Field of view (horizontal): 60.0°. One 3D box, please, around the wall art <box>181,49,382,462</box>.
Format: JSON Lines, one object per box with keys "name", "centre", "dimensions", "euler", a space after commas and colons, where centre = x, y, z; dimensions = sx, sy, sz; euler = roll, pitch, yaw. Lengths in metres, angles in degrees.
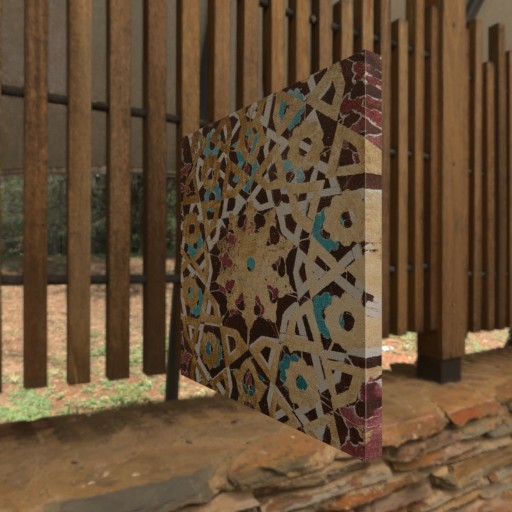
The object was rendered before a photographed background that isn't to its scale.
{"name": "wall art", "centre": [0.000, 0.000, 0.915], "dimensions": [0.041, 0.613, 0.609], "euler": [0, 0, -36]}
